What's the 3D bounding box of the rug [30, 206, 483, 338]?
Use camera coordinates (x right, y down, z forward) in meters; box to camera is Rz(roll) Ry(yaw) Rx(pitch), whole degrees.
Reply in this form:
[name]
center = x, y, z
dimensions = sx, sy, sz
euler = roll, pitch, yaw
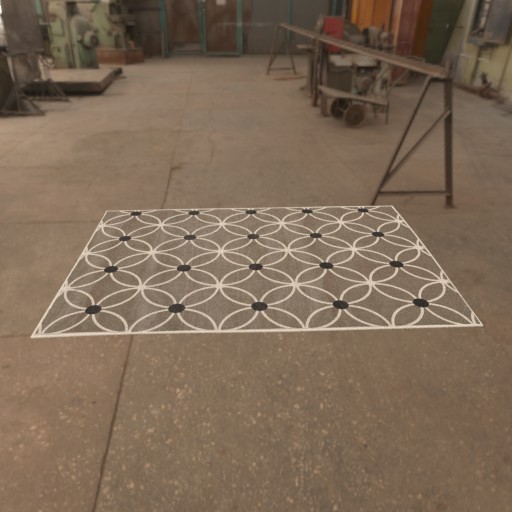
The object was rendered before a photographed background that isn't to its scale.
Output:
[rug]
center = 0.000, 0.000, 2.873
dimensions = 2.284, 0.008, 1.522
euler = -1, 30, -2
